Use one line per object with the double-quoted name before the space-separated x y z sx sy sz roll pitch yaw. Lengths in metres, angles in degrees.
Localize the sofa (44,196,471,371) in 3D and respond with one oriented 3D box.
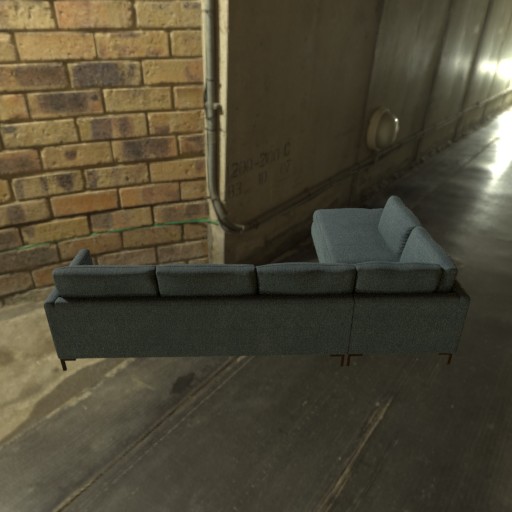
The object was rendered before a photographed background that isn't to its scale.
"sofa" 0.000 0.000 3.945 2.949 0.815 2.007 -1 29 -1
